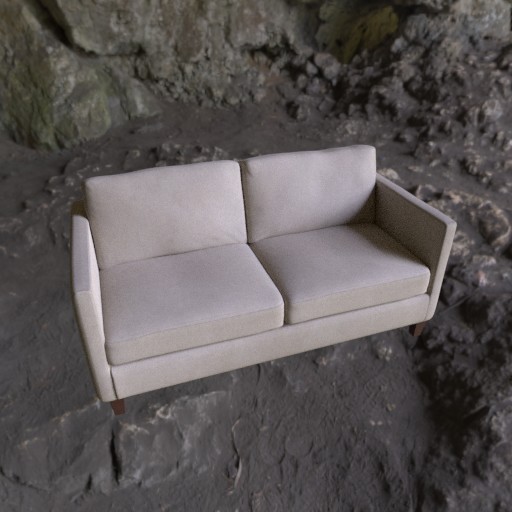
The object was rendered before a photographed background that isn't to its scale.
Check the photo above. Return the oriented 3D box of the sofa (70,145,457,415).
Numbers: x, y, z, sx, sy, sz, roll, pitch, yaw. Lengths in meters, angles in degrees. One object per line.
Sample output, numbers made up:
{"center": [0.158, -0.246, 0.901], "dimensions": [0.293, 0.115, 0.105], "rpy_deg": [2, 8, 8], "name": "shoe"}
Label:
{"center": [0.000, 0.000, 2.440], "dimensions": [1.846, 0.940, 0.950], "rpy_deg": [-10, 33, -16], "name": "sofa"}
